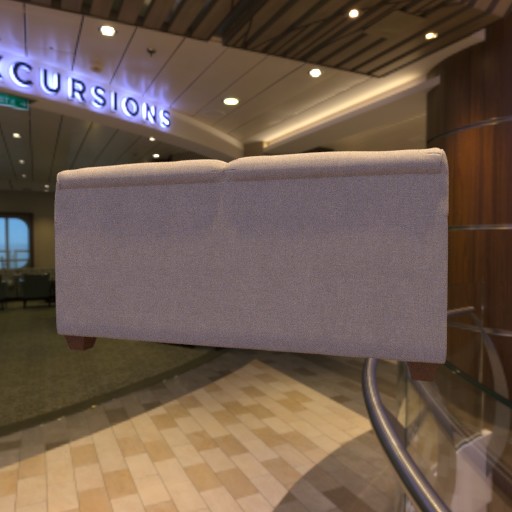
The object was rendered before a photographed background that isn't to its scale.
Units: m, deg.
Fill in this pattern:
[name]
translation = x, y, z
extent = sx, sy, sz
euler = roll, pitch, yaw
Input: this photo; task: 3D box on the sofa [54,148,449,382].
[sofa]
translation = 0.000, 0.000, 2.419
extent = 1.846, 0.958, 0.998
euler = 1, 2, 18
